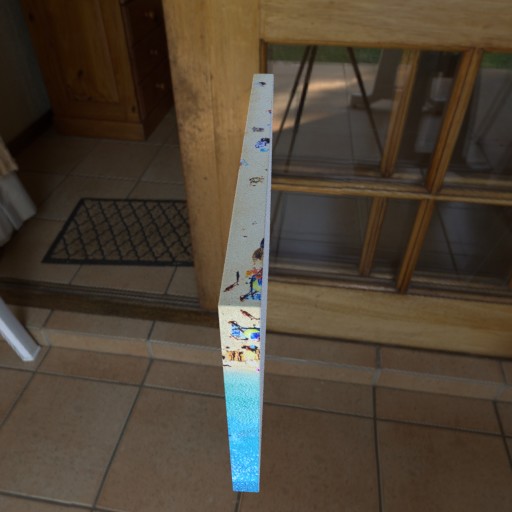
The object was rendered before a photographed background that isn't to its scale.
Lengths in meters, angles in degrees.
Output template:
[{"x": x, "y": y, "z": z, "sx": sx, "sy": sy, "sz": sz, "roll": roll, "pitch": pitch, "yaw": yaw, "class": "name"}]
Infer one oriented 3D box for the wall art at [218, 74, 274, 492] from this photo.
[{"x": 0.000, "y": 0.000, "z": 1.114, "sx": 0.057, "sy": 0.595, "sz": 0.894, "roll": 2, "pitch": 41, "yaw": 2, "class": "wall art"}]
